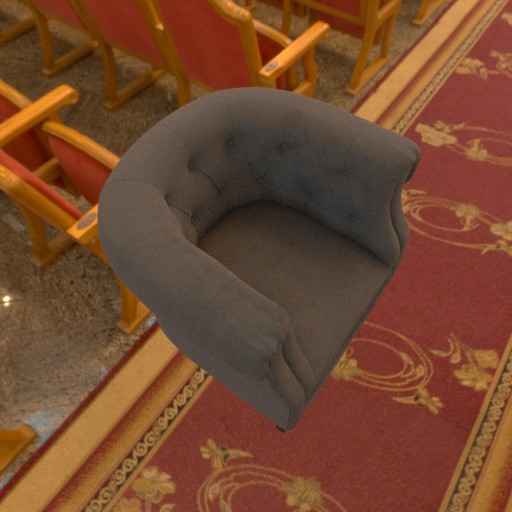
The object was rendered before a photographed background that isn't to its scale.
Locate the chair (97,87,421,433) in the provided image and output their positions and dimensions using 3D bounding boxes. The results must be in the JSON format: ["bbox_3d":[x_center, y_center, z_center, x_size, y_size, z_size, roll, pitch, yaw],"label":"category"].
[{"bbox_3d":[0.000,0.000,1.577,0.851,0.826,0.904,32,63,18],"label":"chair"}]
